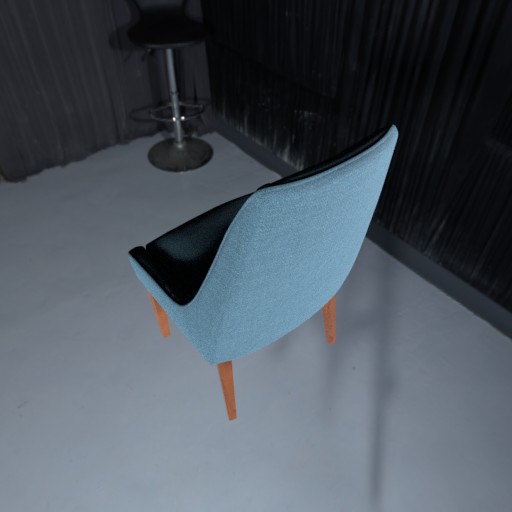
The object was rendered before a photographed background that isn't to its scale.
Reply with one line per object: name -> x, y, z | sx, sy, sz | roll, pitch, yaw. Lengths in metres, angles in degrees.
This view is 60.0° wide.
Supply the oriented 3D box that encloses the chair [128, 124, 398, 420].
chair -> 0.000, 0.000, 1.212 | 0.529, 0.861, 0.544 | -30, 52, -26
